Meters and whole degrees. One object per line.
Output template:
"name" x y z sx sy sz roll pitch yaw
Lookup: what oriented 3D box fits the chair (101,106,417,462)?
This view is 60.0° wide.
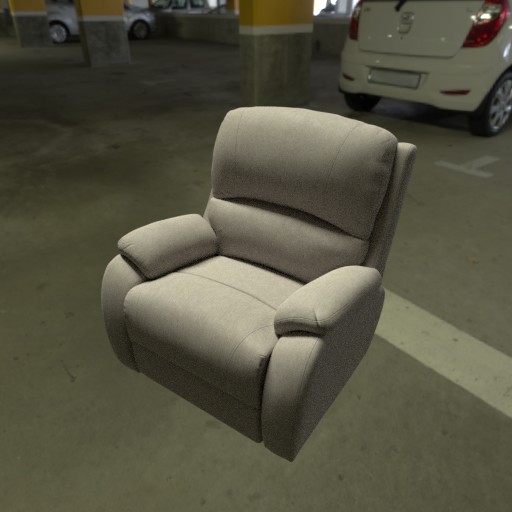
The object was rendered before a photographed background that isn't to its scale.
"chair" 0.000 0.000 1.740 0.930 1.011 0.899 19 35 29
